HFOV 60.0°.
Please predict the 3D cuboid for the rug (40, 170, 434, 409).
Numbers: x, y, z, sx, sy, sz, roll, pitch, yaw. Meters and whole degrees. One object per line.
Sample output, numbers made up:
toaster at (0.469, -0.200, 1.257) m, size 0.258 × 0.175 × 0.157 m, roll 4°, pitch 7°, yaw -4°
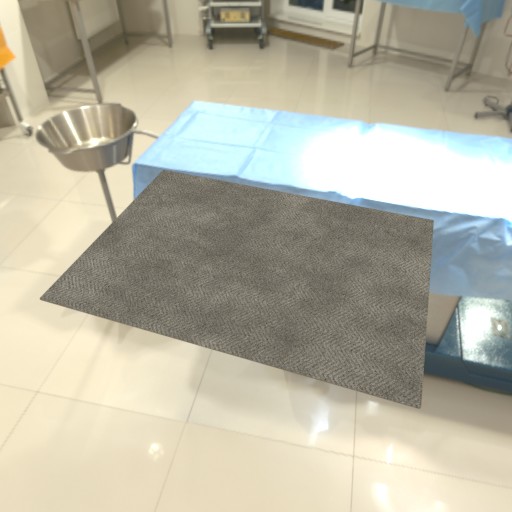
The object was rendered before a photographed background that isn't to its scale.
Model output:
rug at (0.000, 0.000, 2.984) m, size 2.235 × 0.008 × 1.600 m, roll 13°, pitch 43°, yaw 14°
